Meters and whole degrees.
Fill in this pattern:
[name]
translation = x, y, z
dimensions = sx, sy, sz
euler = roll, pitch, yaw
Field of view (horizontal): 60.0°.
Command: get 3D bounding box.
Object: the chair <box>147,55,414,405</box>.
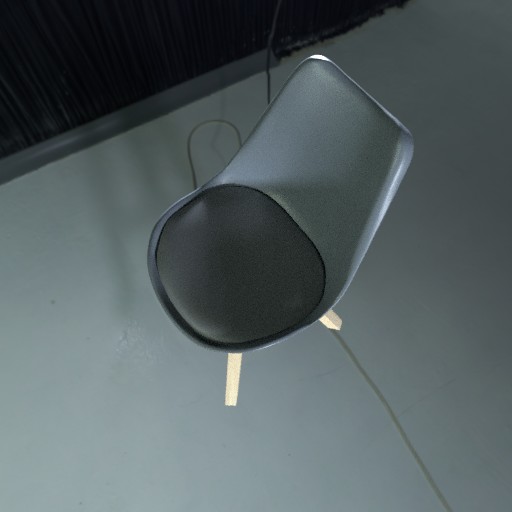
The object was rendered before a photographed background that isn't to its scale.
[chair]
translation = 0.000, 0.000, 1.174
dimensions = 0.550, 0.850, 0.485
euler = -32, 68, -15
